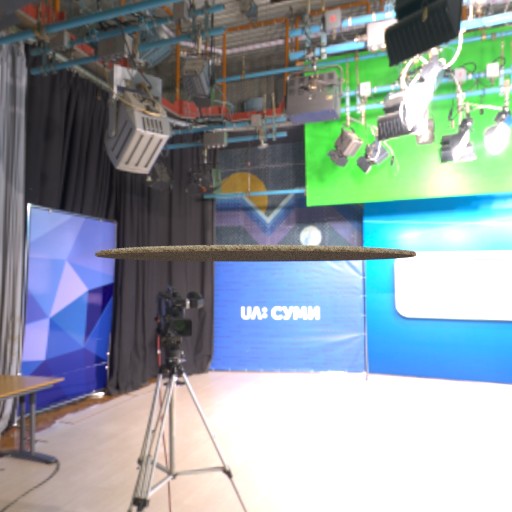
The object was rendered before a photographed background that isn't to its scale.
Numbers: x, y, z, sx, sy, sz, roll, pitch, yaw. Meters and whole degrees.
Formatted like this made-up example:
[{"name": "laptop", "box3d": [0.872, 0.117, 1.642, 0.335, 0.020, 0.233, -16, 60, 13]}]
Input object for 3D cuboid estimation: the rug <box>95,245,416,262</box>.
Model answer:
[{"name": "rug", "box3d": [0.000, 0.000, 3.600, 2.461, 0.033, 2.461, 0, -2, 0]}]
